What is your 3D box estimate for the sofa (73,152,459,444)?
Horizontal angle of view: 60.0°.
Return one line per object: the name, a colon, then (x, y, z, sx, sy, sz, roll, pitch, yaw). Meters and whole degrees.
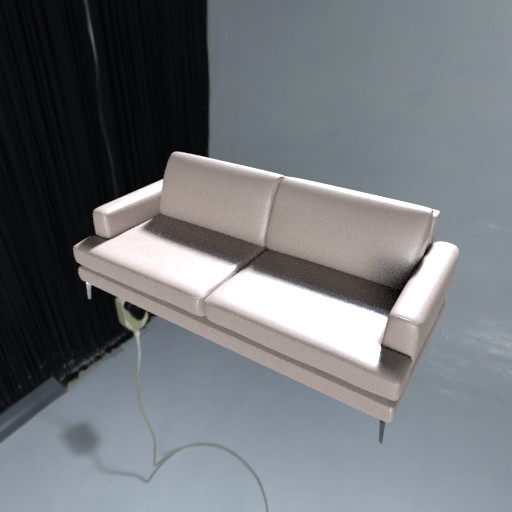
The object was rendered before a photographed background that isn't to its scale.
sofa: (0.000, 0.000, 2.449, 1.940, 0.765, 0.974, 19, 35, 28)
